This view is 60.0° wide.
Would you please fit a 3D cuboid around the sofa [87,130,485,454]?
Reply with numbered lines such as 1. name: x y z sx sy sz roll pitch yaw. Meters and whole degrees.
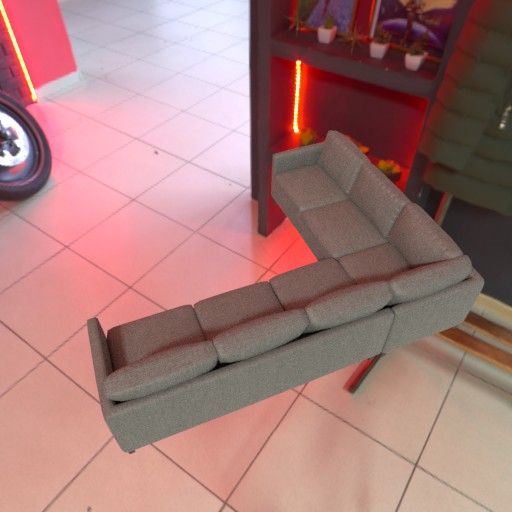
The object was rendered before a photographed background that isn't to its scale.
1. sofa: 0.000 0.000 4.396 3.302 0.947 2.593 -16 48 -15
